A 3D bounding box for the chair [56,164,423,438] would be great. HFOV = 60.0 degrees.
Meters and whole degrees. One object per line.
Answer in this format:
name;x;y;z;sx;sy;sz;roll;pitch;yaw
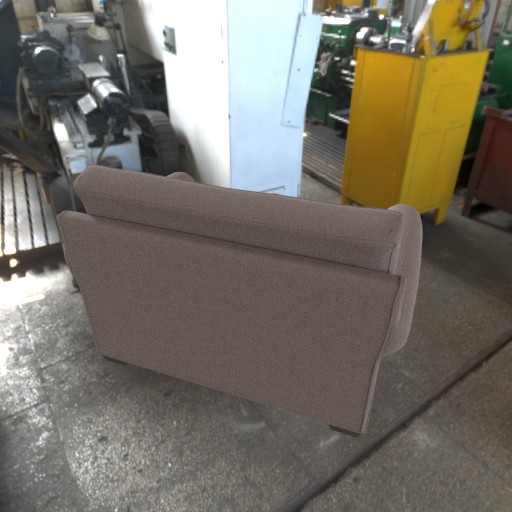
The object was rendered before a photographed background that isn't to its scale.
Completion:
chair;0.000;0.000;2.019;1.390;0.930;0.930;11;34;17
